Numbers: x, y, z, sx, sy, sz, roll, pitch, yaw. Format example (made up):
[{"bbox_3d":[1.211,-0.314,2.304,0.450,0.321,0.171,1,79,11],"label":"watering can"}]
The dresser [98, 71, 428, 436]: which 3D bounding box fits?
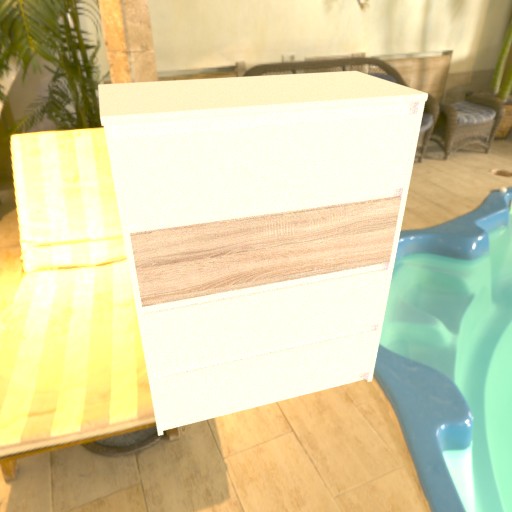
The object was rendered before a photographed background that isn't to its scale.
[{"bbox_3d":[0.000,0.000,1.449,0.800,1.040,0.380,-9,32,-15],"label":"dresser"}]
